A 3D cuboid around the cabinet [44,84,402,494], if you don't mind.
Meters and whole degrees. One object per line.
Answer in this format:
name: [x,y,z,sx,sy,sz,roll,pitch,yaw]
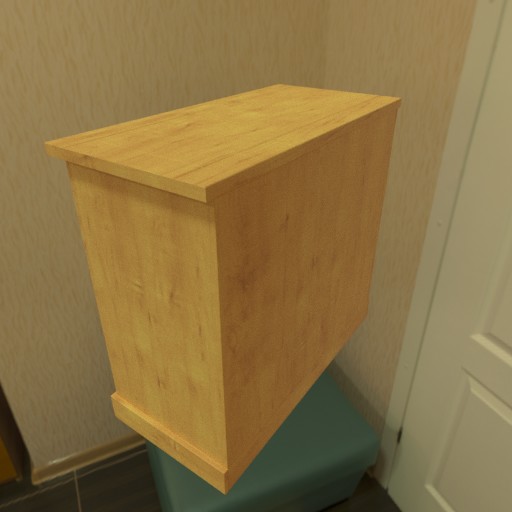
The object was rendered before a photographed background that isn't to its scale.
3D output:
cabinet: [0.000,0.000,1.362,0.450,0.840,0.920,19,35,30]
